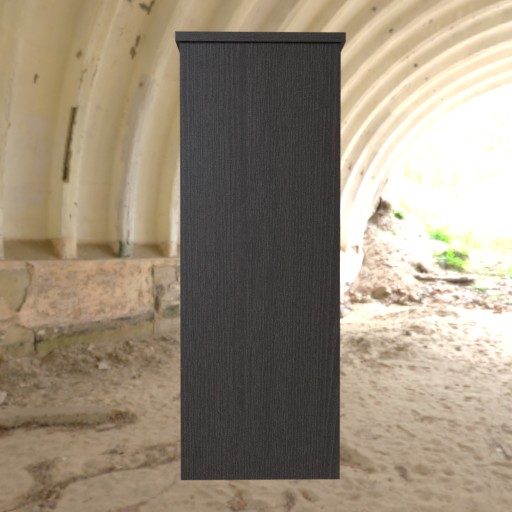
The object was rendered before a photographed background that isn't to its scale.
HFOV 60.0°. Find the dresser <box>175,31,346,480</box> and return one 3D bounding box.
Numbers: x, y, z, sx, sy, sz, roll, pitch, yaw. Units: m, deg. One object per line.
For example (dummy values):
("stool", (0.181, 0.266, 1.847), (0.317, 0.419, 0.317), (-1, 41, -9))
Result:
("dresser", (0.000, 0.000, 1.357), (0.399, 1.020, 0.704), (0, 1, -1))
